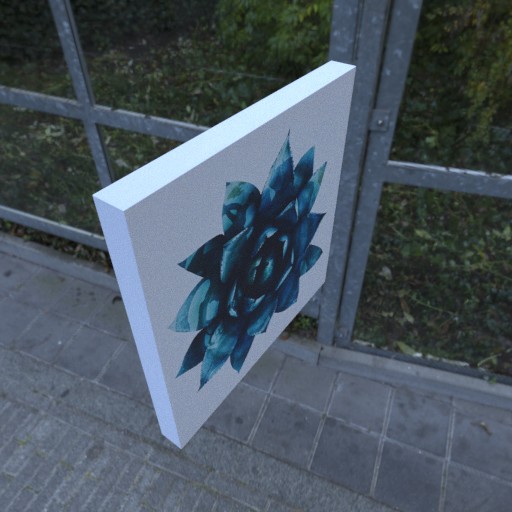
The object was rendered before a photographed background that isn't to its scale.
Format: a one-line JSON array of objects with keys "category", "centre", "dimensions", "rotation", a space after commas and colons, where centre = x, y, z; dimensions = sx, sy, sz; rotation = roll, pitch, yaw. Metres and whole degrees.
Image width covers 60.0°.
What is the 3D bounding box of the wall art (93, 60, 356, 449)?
[{"category": "wall art", "centre": [0.000, 0.000, 0.612], "dimensions": [0.038, 0.406, 0.406], "rotation": [26, 48, 26]}]
